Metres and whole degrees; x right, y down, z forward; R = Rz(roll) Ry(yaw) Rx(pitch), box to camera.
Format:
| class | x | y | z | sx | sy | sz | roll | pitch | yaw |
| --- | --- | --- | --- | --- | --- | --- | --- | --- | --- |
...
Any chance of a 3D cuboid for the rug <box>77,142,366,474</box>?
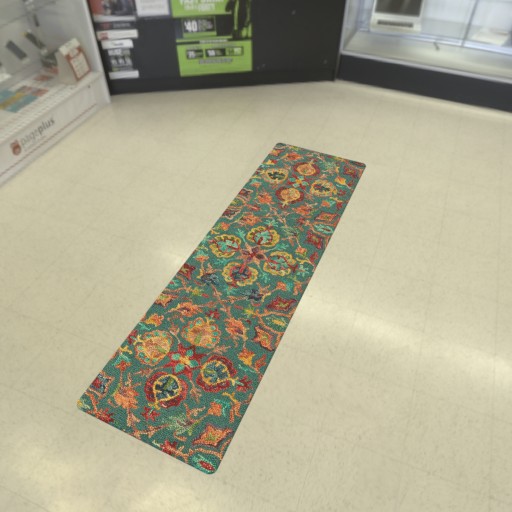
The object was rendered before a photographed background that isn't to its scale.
| class | x | y | z | sx | sy | sz | roll | pitch | yaw |
| --- | --- | --- | --- | --- | --- | --- | --- | --- | --- |
| rug | 0.000 | 0.000 | 2.532 | 0.686 | 0.013 | 2.286 | 18 | 49 | 17 |
